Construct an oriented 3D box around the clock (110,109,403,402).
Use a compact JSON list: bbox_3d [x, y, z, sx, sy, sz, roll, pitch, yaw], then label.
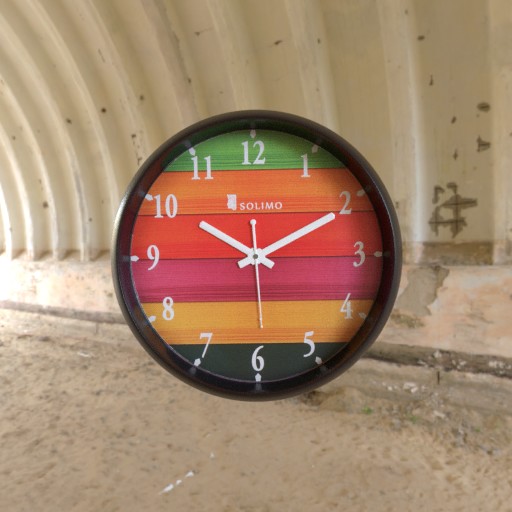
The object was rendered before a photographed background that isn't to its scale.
[{"bbox_3d":[0.000,0.000,0.447,0.300,0.300,0.060,0,0,1],"label":"clock"}]
